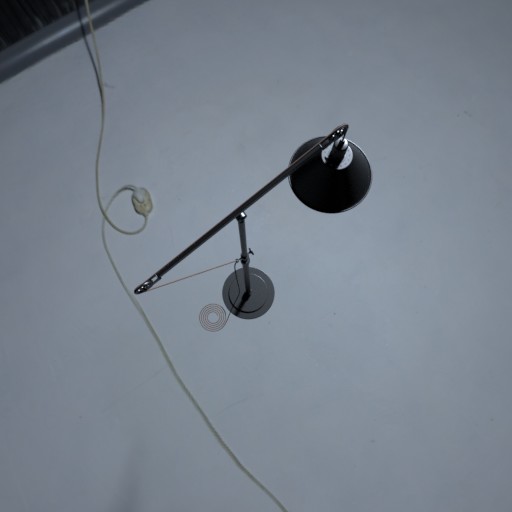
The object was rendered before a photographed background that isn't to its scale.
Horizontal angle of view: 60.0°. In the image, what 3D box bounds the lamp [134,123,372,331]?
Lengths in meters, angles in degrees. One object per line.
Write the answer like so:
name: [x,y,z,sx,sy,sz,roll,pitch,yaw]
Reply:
lamp: [0.000,0.000,1.941,0.904,1.626,0.319,-33,78,-8]
